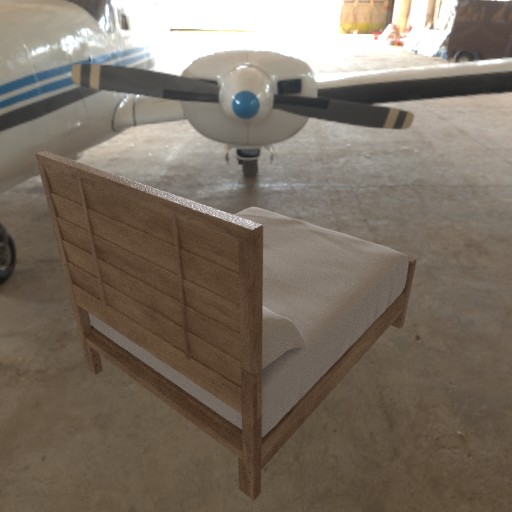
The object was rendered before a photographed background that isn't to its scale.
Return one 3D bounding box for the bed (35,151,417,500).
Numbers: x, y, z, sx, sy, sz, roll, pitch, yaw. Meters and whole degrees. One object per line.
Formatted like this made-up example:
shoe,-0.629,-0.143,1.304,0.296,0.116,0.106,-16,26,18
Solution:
bed,0.000,0.000,3.152,1.615,1.631,2.017,22,35,34
